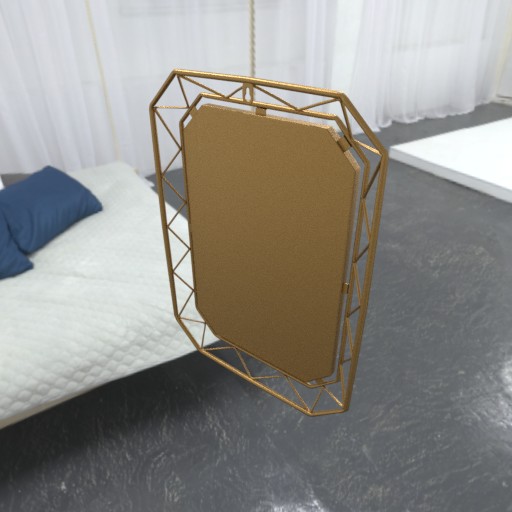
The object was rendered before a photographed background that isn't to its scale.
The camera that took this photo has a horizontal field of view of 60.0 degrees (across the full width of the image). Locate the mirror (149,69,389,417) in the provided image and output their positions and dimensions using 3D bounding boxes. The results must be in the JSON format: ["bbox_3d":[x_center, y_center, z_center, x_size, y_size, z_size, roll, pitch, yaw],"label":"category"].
[{"bbox_3d":[0.000,0.000,0.738,0.417,0.566,0.042,22,37,31],"label":"mirror"}]
